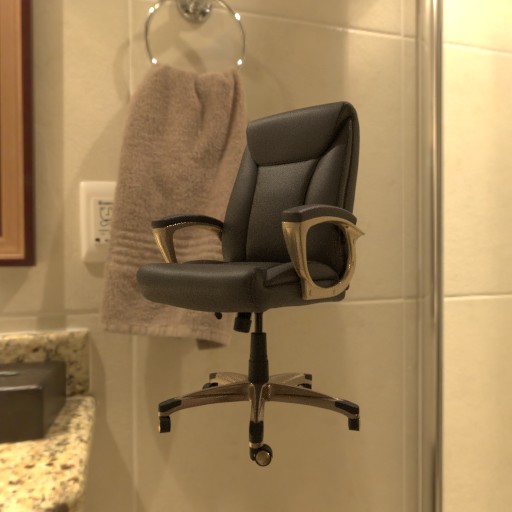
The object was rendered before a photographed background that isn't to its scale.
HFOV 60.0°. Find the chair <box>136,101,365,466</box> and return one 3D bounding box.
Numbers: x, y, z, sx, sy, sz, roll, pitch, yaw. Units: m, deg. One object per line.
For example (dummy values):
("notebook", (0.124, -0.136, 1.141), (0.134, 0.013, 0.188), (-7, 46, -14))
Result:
("chair", (0.000, 0.000, 1.594), (0.694, 1.188, 0.748), (0, 1, 36))
